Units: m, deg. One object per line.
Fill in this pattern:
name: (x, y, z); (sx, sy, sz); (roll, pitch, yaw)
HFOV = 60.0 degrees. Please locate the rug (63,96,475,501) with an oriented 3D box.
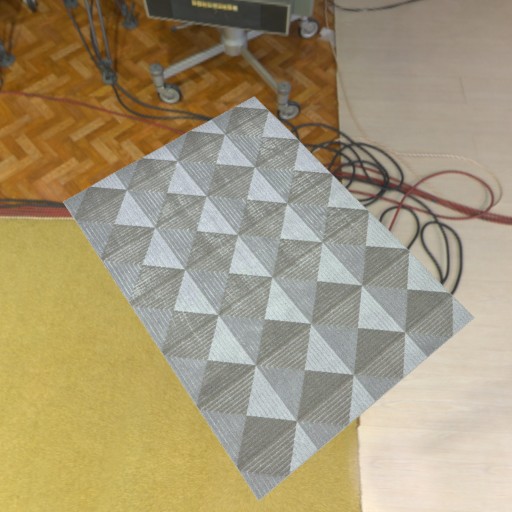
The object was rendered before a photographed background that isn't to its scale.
rug: (0.000, 0.000, 4.247); (2.428, 0.027, 3.333); (-34, 69, -15)
